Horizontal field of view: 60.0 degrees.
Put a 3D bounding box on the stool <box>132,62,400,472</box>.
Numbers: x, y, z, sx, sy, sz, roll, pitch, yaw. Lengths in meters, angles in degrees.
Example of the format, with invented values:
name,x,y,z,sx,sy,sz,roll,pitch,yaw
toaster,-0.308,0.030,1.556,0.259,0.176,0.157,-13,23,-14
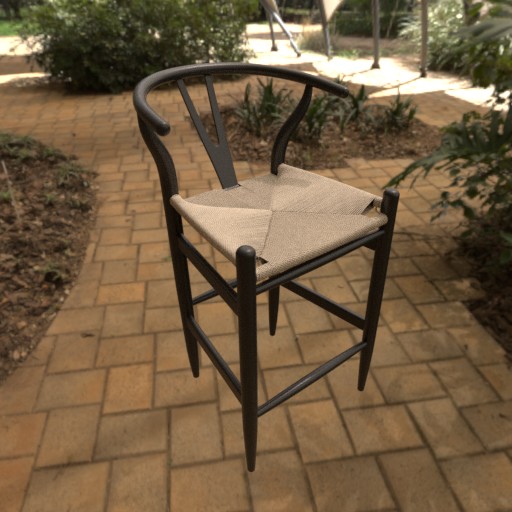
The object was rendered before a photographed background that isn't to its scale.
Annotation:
name,x,y,z,sx,sy,sz,roll,pitch,yaw
stool,0.000,0.000,1.292,0.569,0.970,0.579,-23,39,-31
